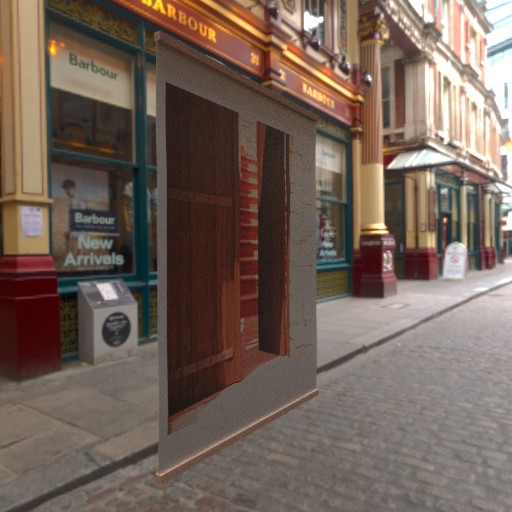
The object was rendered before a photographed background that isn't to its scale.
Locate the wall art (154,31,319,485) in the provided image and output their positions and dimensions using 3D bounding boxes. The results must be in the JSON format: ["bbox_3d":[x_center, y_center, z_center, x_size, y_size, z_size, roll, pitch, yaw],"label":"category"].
[{"bbox_3d":[0.000,0.000,1.296,0.020,1.013,0.758,0,1,35],"label":"wall art"}]
